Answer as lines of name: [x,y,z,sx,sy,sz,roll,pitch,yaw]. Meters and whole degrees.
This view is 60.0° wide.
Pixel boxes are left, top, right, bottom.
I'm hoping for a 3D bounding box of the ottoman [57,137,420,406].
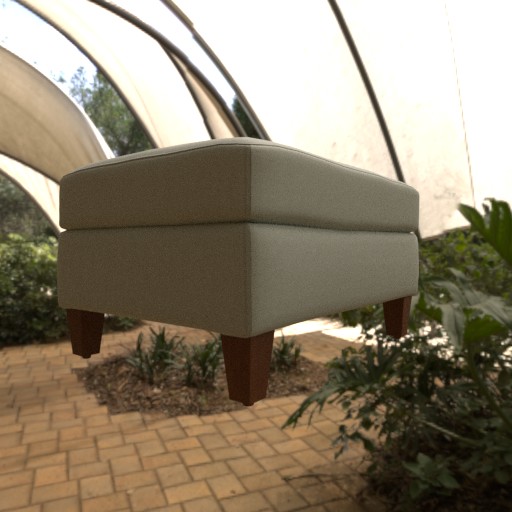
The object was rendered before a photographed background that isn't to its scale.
ottoman: [0.000,0.000,1.199,0.634,0.496,0.818,1,2,38]
